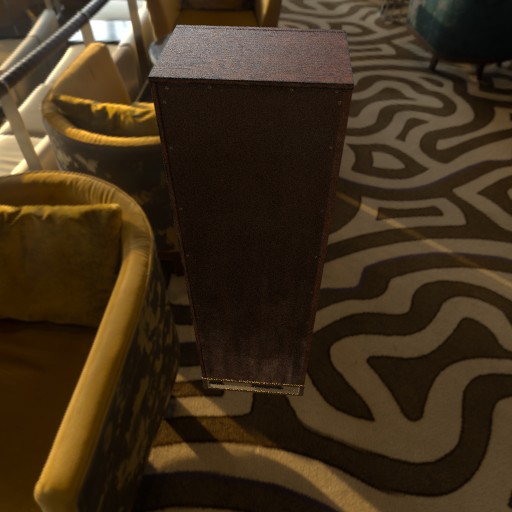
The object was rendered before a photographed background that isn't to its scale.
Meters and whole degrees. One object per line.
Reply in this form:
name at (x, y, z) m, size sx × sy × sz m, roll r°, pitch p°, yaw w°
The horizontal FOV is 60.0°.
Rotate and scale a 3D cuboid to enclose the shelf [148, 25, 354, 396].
shelf at (0.000, 0.000, 1.909) m, size 0.539 × 1.732 × 0.395 m, roll 3°, pitch 47°, yaw 3°
